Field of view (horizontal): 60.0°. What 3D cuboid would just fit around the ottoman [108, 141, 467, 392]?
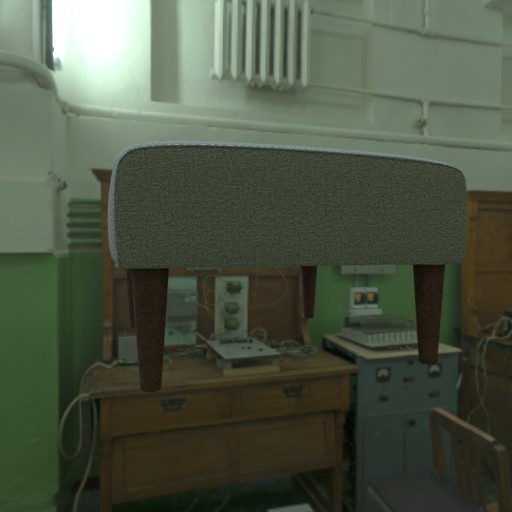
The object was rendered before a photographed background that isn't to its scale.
[{"bbox_3d":[0.000,0.000,1.027,0.649,0.398,0.650,0,1,-17],"label":"ottoman"}]
